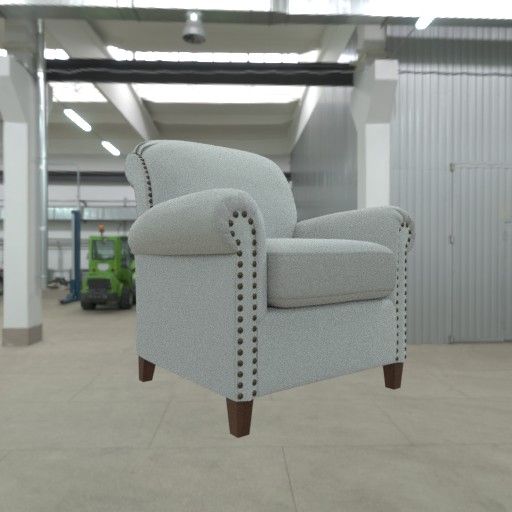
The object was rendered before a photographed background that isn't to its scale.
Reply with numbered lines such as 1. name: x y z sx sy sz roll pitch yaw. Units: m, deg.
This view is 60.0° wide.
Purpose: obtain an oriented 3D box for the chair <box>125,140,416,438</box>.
1. chair: 0.000 0.000 1.644 0.854 0.927 0.890 0 1 -37
